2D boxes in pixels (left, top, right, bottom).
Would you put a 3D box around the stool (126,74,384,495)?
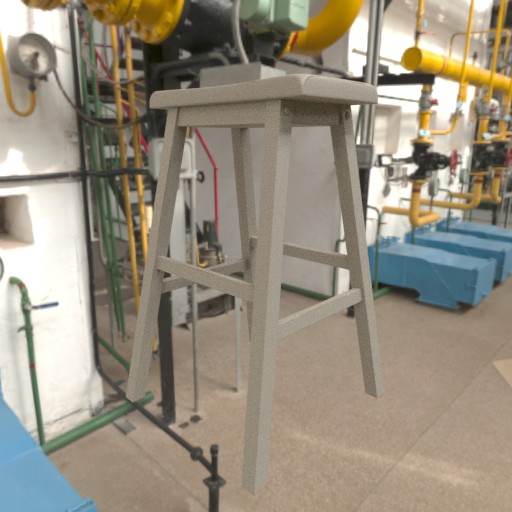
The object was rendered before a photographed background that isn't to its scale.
[{"bbox_3d":[0.000,0.000,1.037,0.457,0.737,0.476,14,20,43],"label":"stool"}]
